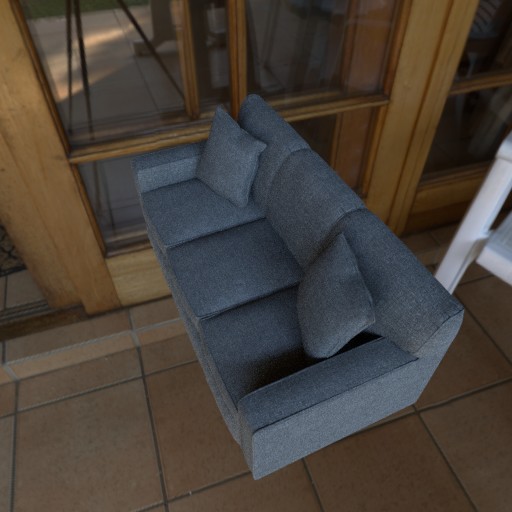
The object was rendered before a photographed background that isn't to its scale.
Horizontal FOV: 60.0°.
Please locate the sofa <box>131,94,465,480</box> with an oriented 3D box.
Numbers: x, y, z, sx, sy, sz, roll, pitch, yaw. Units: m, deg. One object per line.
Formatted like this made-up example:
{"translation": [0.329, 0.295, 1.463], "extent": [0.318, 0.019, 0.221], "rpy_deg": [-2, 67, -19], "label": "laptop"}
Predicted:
{"translation": [0.000, 0.000, 2.553], "extent": [0.997, 0.958, 2.024], "rpy_deg": [-18, 49, -16], "label": "sofa"}
